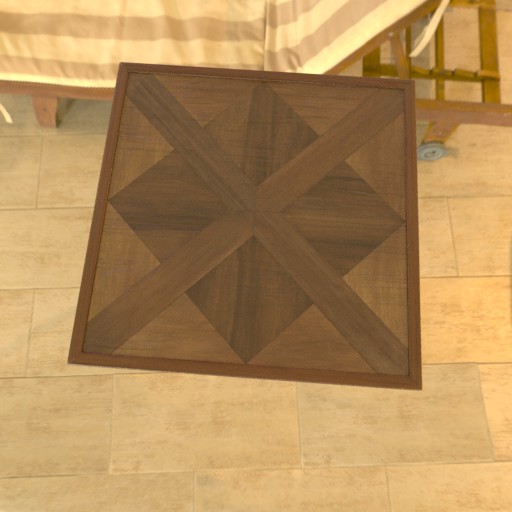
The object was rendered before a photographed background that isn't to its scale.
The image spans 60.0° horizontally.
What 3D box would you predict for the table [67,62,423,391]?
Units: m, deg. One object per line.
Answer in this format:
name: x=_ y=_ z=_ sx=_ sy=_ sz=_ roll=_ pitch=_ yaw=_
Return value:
table: x=0.000 y=0.000 z=0.957 sx=0.503 sy=0.563 sz=0.503 roll=4 pitch=75 yaw=1
